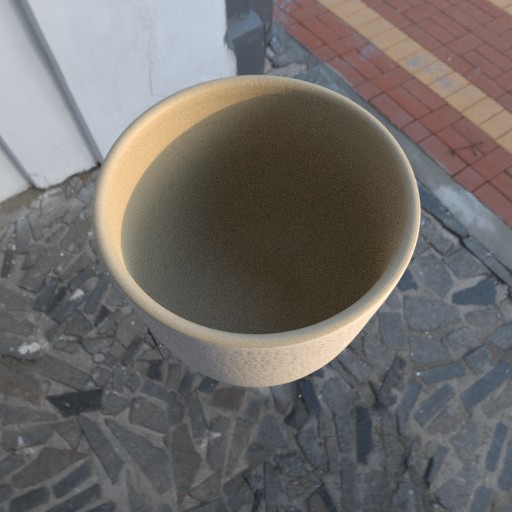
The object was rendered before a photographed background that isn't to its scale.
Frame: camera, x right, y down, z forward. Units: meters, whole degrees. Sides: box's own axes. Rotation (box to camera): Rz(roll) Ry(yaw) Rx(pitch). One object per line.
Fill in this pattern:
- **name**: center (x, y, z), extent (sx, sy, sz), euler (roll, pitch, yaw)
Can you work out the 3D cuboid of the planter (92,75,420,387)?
- **planter**: center (0.000, 0.000, 0.367), extent (0.208, 0.190, 0.208), euler (0, 63, 0)
